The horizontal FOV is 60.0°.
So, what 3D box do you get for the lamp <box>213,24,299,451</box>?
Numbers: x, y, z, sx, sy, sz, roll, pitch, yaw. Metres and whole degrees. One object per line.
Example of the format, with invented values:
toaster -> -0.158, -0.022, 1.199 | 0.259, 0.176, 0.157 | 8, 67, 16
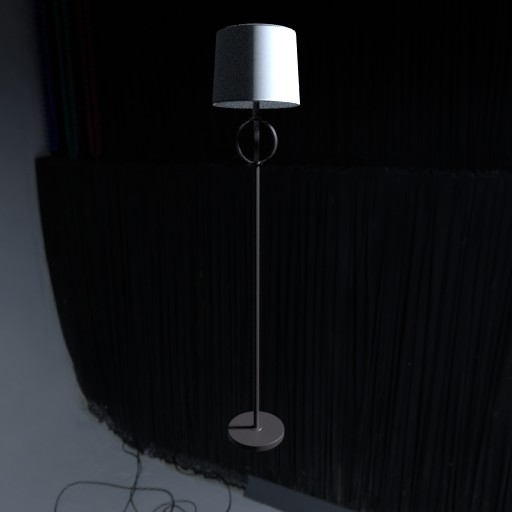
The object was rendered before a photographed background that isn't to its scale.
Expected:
lamp -> 0.000, 0.000, 1.597 | 0.286, 1.462, 0.286 | 7, 16, 26
